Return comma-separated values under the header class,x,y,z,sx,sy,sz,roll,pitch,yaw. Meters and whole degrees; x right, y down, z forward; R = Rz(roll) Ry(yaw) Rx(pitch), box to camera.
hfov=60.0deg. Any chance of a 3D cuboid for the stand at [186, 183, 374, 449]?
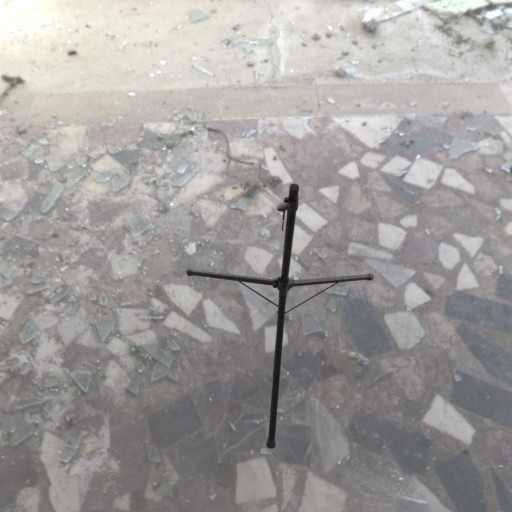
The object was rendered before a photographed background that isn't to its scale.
class,x,y,z,sx,sy,sz,roll,pitch,yaw
stand,0.000,0.000,2.844,1.339,1.595,1.596,29,61,18
